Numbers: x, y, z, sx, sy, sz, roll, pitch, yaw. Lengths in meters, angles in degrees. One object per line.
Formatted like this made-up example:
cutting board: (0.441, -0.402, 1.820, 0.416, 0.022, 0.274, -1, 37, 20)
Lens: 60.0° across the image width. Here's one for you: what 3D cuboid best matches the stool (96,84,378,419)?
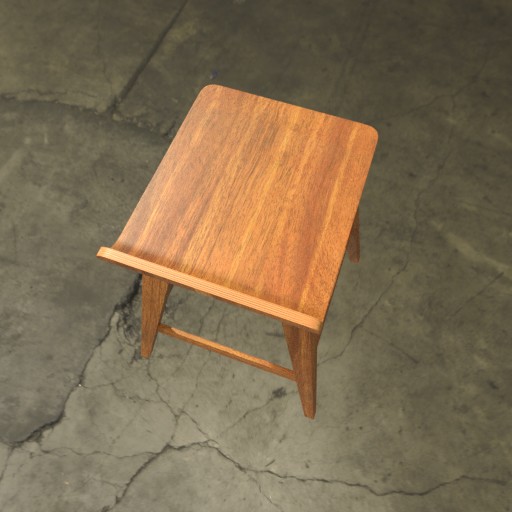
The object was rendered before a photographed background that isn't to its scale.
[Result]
stool: (0.000, 0.000, 1.005, 0.500, 0.650, 0.500, 18, 66, 8)
